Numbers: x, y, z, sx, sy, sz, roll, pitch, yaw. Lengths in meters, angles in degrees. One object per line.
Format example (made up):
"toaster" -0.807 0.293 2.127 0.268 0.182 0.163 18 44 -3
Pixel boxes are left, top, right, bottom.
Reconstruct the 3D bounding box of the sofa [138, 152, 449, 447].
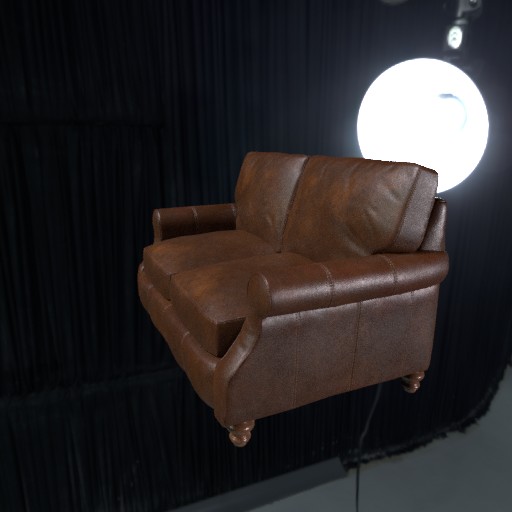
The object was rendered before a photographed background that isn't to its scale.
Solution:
"sofa" 0.000 0.000 2.208 0.990 0.976 1.616 -7 16 -24
